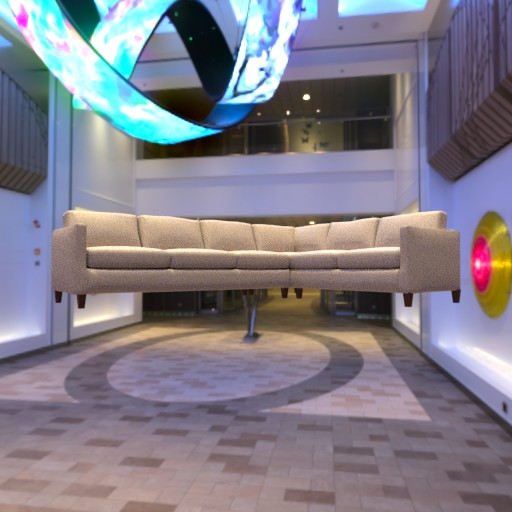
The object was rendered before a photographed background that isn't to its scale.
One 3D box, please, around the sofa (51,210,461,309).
[{"bbox_3d":[0.000,0.000,4.438,3.333,0.934,2.522,1,-2,-37],"label":"sofa"}]
